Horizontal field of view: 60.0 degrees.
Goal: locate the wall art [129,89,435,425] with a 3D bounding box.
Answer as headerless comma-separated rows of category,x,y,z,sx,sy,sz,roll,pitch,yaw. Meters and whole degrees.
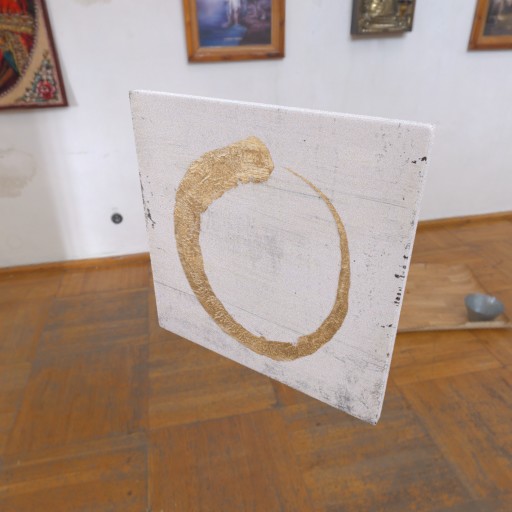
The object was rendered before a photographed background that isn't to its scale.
wall art,0.000,0.000,1.157,0.762,0.762,0.038,17,33,29
